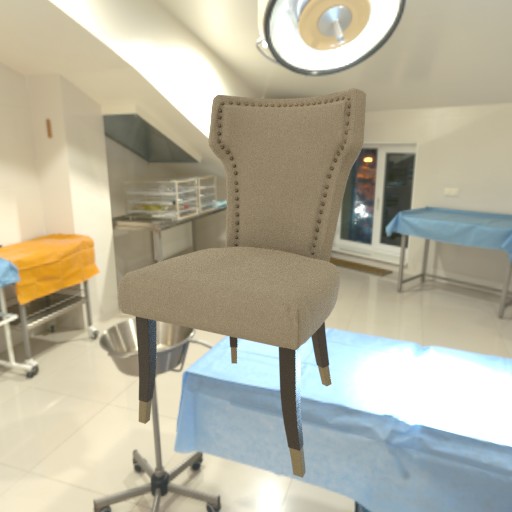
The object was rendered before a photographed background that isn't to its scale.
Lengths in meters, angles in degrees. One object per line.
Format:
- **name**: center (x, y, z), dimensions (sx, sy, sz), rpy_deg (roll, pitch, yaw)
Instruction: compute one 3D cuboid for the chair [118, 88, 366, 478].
- **chair**: center (0.000, 0.000, 1.315), dimensions (0.526, 0.955, 0.630), rpy_deg (7, 16, 25)
